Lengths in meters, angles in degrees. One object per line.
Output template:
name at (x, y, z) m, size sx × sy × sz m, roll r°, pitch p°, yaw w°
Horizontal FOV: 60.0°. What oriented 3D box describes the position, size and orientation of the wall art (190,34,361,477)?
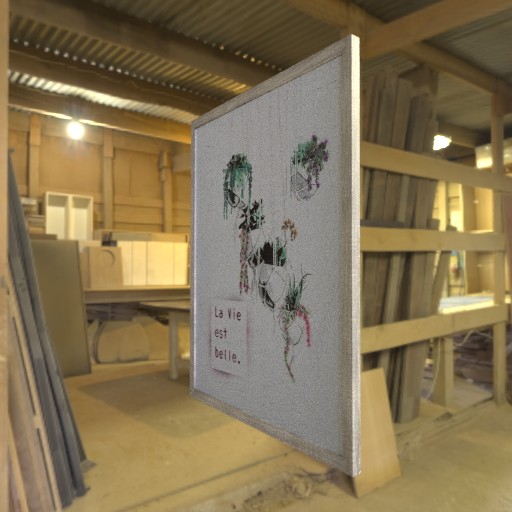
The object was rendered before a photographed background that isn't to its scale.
wall art at (0.000, 0.000, 1.343) m, size 0.035 × 1.022 × 0.781 m, roll 1°, pitch -2°, yaw -37°
